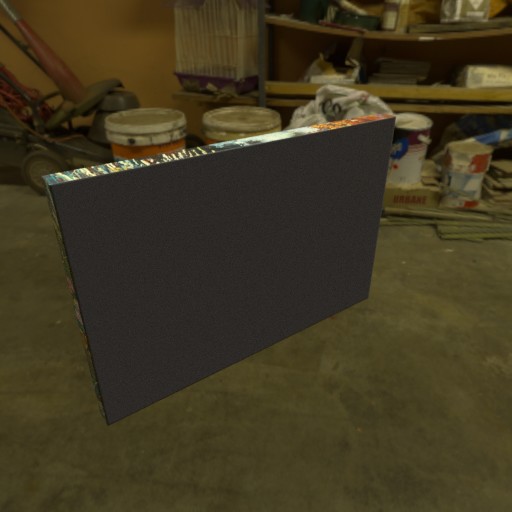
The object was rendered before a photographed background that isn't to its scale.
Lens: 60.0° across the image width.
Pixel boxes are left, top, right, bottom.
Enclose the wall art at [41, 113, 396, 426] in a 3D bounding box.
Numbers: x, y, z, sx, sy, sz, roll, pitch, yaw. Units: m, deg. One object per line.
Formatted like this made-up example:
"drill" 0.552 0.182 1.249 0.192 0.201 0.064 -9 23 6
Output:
"wall art" 0.000 0.000 0.775 0.610 0.406 0.037 -20 35 -30
